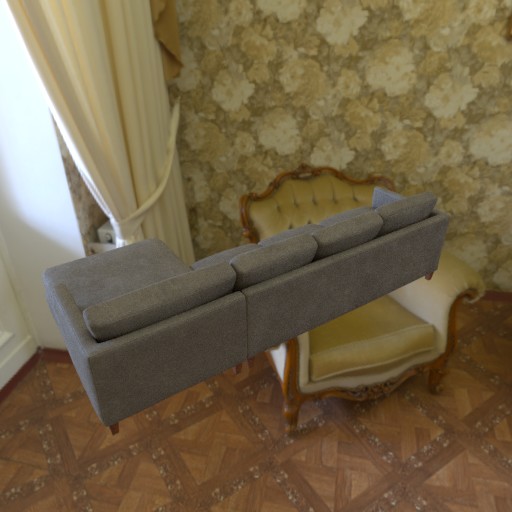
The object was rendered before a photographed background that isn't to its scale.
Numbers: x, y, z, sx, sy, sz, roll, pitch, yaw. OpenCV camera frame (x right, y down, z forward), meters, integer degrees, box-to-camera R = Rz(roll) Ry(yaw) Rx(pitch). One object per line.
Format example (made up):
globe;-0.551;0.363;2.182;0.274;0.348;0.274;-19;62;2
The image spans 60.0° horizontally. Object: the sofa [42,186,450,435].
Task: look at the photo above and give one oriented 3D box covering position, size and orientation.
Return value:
sofa;0.000;0.000;4.068;3.471;0.950;1.604;-19;36;-29
